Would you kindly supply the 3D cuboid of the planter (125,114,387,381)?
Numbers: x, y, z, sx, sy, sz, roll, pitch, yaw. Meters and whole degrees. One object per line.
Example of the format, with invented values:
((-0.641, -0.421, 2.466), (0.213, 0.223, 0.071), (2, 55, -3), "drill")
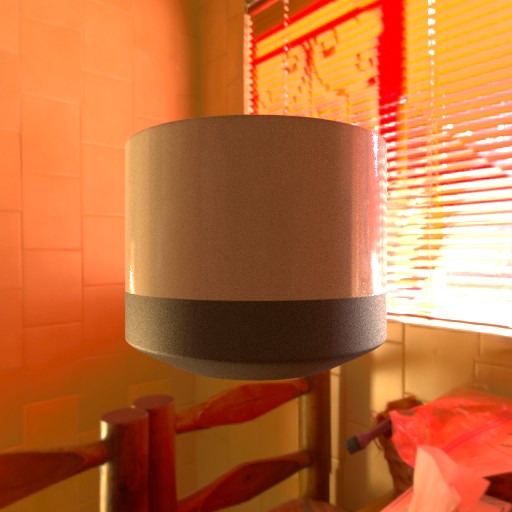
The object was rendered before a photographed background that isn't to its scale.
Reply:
((0.000, 0.000, 0.227), (0.128, 0.105, 0.128), (0, 0, 0), "planter")
